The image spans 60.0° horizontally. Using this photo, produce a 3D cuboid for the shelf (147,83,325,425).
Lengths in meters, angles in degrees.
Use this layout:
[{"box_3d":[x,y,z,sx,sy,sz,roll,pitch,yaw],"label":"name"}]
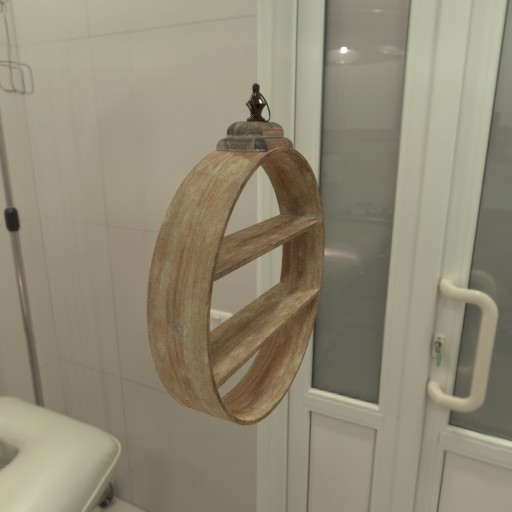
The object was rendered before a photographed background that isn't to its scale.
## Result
[{"box_3d":[0.000,0.000,0.995,0.125,0.725,0.601,8,18,26],"label":"shelf"}]
